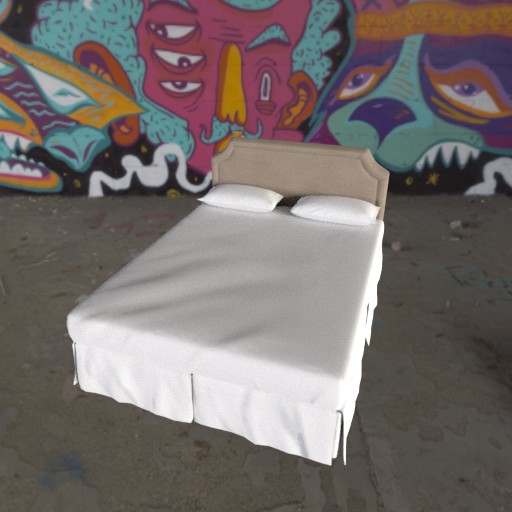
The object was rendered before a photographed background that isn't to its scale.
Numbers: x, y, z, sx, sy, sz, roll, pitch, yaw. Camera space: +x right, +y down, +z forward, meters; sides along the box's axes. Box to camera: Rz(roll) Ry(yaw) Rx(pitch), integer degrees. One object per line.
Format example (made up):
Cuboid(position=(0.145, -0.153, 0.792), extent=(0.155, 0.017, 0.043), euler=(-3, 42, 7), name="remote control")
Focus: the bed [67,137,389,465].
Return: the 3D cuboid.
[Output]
Cuboid(position=(0.000, 0.000, 3.627), extent=(1.977, 1.293, 2.498), euler=(9, 30, 17), name="bed")
